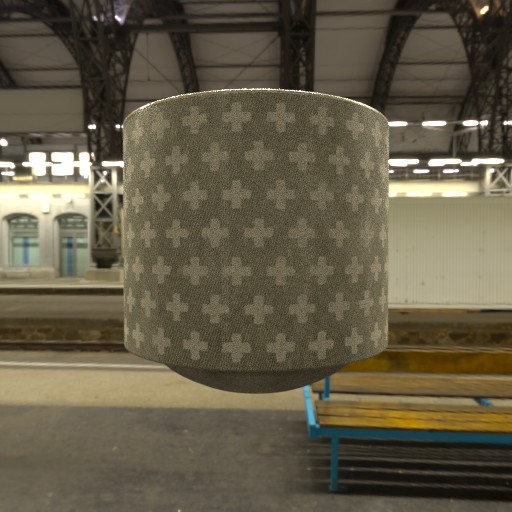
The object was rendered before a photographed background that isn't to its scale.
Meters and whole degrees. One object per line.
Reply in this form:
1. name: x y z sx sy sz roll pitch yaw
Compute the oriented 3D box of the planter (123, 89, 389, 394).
1. planter: 0.000 0.000 0.437 0.250 0.239 0.250 0 1 0
